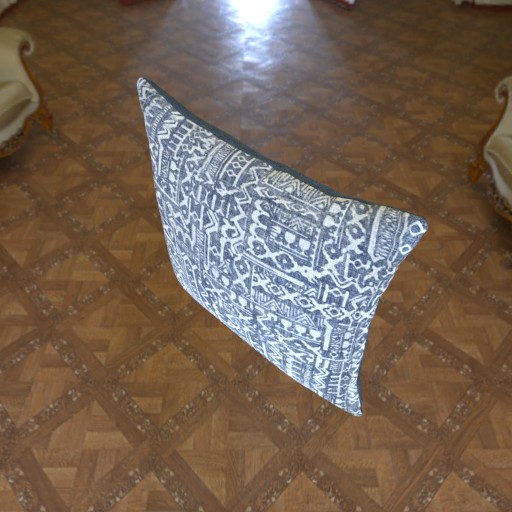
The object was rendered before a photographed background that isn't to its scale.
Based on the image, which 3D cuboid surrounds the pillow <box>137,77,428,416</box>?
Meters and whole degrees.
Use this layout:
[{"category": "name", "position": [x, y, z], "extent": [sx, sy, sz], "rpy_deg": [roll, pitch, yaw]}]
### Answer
[{"category": "pillow", "position": [0.000, 0.000, 0.789], "extent": [0.546, 0.487, 0.180], "rpy_deg": [34, 55, 29]}]
